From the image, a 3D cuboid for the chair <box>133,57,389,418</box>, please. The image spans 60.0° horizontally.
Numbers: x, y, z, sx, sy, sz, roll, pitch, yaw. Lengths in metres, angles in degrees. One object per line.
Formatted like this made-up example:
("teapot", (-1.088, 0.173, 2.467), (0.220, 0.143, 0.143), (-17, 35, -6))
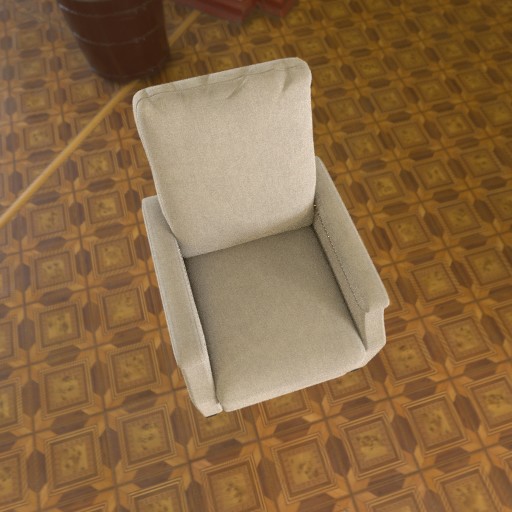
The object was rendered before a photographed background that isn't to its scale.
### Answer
("chair", (0.000, 0.000, 1.619), (0.710, 1.049, 0.922), (-15, 64, -8))
